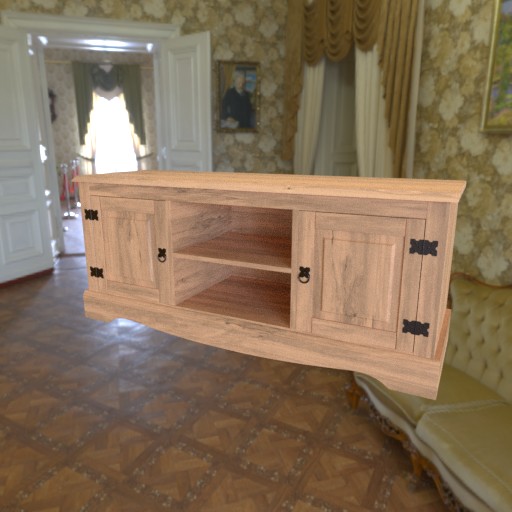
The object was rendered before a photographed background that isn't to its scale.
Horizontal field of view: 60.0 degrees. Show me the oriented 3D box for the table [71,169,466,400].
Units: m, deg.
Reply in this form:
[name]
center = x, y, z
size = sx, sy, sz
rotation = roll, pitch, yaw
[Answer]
[table]
center = 0.000, 0.000, 1.471
size = 1.200, 0.510, 0.400
rotation = 7, 16, 26
